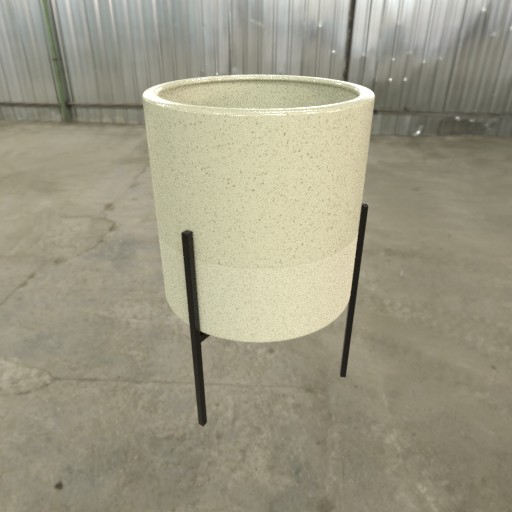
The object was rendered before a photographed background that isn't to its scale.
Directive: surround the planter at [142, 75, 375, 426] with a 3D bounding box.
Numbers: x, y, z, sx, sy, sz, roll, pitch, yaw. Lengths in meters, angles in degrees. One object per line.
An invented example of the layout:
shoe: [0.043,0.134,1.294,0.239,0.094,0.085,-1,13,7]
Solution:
planter: [0.000,0.000,0.547,0.234,0.390,0.243,18,34,29]
